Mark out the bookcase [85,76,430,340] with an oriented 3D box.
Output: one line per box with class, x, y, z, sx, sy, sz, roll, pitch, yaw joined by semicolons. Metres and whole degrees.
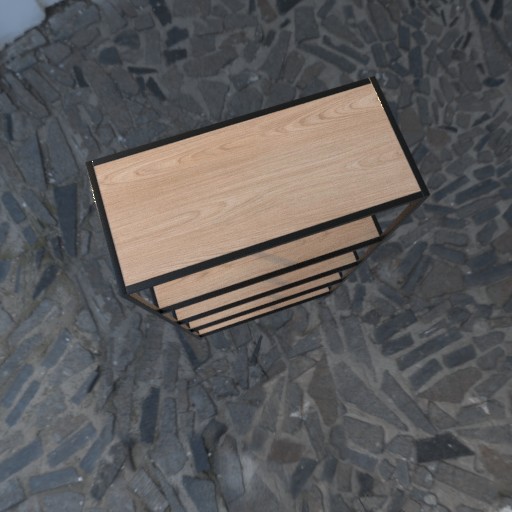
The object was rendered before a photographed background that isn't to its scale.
bookcase;0.000;0.000;1.802;0.770;1.500;0.350;-18;76;-5
